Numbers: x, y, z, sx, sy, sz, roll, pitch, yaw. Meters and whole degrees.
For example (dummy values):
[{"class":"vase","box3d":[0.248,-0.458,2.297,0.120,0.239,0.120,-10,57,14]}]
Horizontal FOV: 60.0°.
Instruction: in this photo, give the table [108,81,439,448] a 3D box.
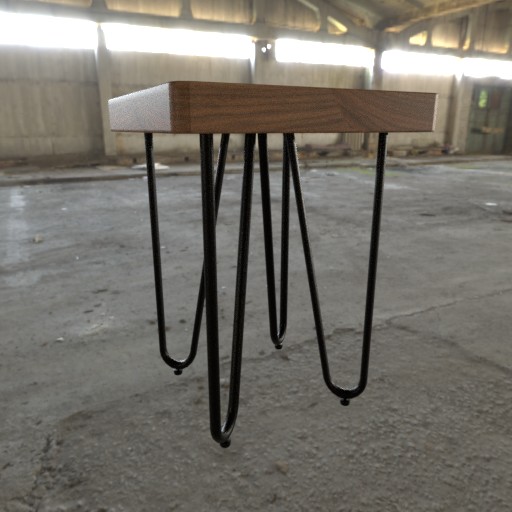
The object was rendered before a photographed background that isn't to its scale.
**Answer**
[{"class":"table","box3d":[0.000,0.000,0.948,0.480,0.641,0.479,-8,18,-26]}]
